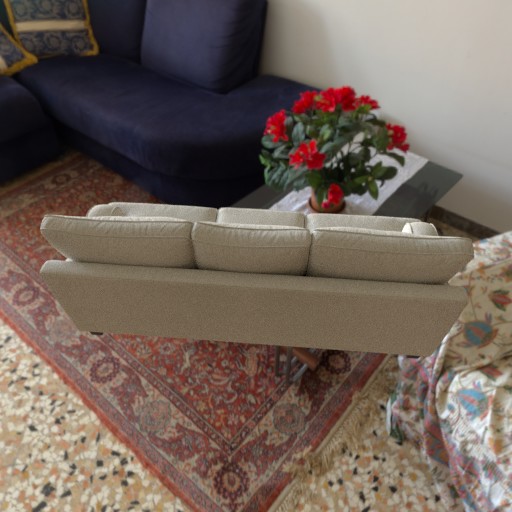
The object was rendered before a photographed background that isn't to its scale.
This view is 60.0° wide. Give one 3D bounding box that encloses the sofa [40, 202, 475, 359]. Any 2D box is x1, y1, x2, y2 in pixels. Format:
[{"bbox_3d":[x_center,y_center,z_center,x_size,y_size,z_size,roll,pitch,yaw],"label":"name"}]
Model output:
[{"bbox_3d":[0.000,0.000,2.881,2.323,0.991,1.016,4,45,4],"label":"sofa"}]
